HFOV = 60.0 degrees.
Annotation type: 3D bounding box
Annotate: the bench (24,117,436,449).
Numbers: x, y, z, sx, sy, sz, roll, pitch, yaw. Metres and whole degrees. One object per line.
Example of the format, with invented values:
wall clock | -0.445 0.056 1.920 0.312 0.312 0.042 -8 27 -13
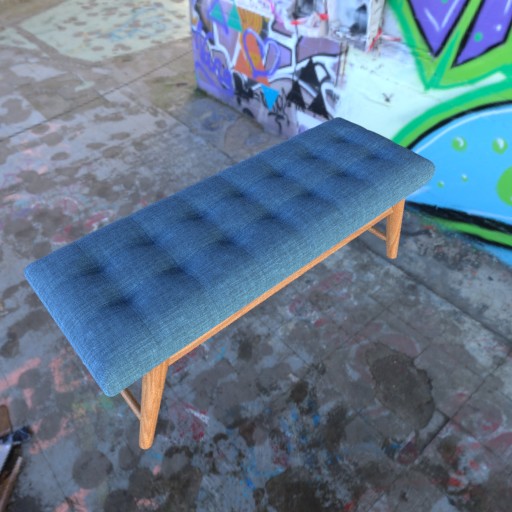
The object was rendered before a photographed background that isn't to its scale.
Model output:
bench | 0.000 0.000 1.317 1.118 0.432 0.406 -32 53 -28
